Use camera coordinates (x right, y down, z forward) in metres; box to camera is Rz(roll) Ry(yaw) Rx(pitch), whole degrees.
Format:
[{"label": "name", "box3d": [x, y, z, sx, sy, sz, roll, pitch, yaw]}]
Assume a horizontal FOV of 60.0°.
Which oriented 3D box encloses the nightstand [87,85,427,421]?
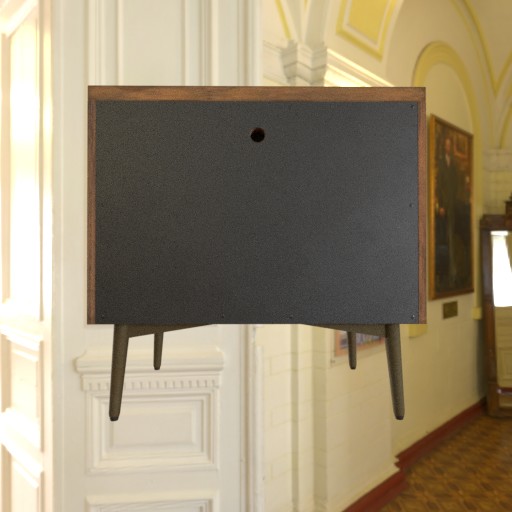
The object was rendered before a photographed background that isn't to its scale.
[{"label": "nightstand", "box3d": [0.000, 0.000, 1.026, 0.610, 0.610, 0.458, 0, 0, -1]}]
